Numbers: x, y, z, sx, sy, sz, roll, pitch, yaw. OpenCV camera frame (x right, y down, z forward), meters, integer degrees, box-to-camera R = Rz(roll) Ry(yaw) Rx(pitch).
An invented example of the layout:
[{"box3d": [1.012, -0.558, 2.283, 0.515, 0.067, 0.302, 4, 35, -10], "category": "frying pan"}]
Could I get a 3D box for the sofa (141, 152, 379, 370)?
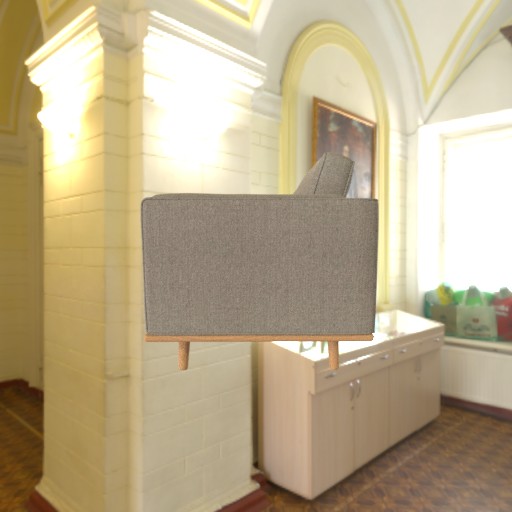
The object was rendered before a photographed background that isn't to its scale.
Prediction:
[{"box3d": [0.000, 0.000, 2.761, 0.903, 0.899, 2.362, 0, 0, -1], "category": "sofa"}]
